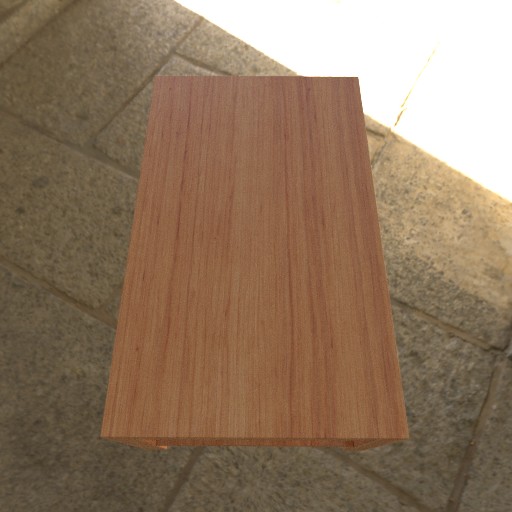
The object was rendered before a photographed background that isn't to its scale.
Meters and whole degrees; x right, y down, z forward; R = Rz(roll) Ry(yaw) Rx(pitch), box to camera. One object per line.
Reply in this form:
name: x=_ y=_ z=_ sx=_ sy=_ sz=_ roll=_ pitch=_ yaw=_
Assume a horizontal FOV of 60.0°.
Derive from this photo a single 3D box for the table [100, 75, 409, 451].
table: x=0.000 y=0.000 z=1.457 sx=0.695 sy=0.457 sz=1.146 roll=0 pitch=63 yaw=0
